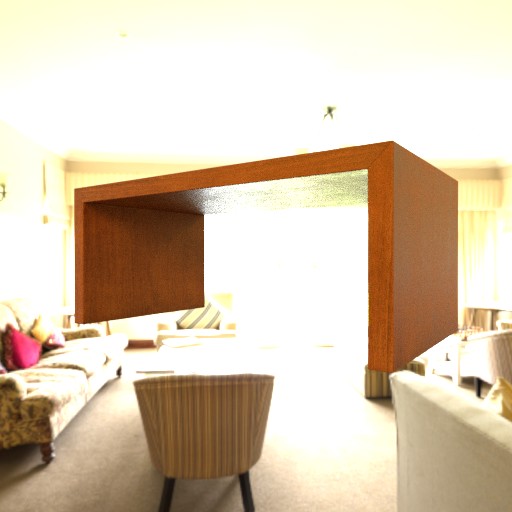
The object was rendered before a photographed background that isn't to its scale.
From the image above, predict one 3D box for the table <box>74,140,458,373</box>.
[{"bbox_3d":[0.000,0.000,1.309,1.000,0.419,0.549,0,0,36],"label":"table"}]
